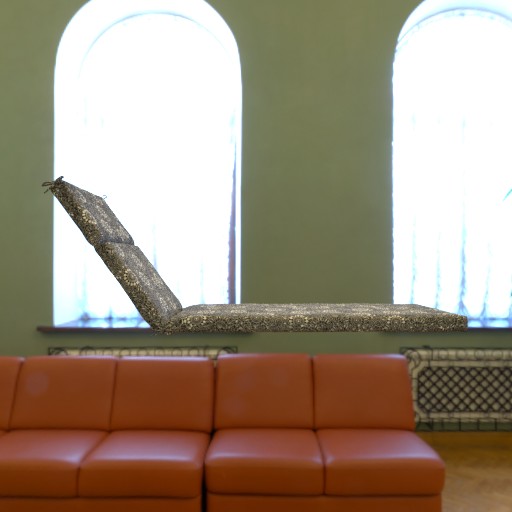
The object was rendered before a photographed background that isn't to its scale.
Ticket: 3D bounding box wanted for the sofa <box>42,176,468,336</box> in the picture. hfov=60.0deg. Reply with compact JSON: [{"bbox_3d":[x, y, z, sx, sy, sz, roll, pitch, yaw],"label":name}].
[{"bbox_3d":[0.000,0.000,1.976,1.663,0.622,0.582,0,-1,-1],"label":"sofa"}]
